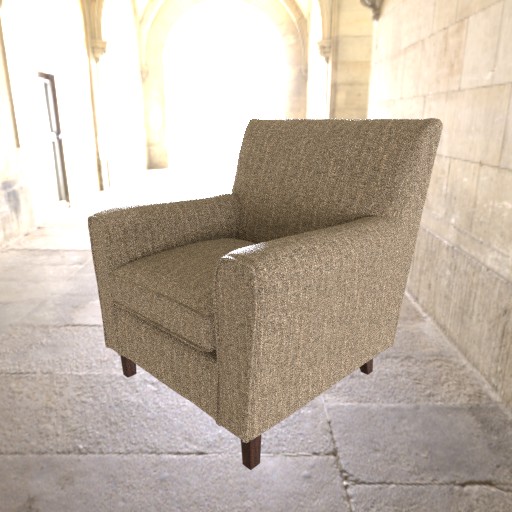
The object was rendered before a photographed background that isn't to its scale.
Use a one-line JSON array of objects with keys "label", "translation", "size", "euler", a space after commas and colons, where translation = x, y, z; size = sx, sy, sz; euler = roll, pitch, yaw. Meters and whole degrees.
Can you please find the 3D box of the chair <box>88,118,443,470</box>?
[{"label": "chair", "translation": [0.000, 0.000, 1.562], "size": [0.864, 0.928, 0.873], "euler": [16, 24, 42]}]
